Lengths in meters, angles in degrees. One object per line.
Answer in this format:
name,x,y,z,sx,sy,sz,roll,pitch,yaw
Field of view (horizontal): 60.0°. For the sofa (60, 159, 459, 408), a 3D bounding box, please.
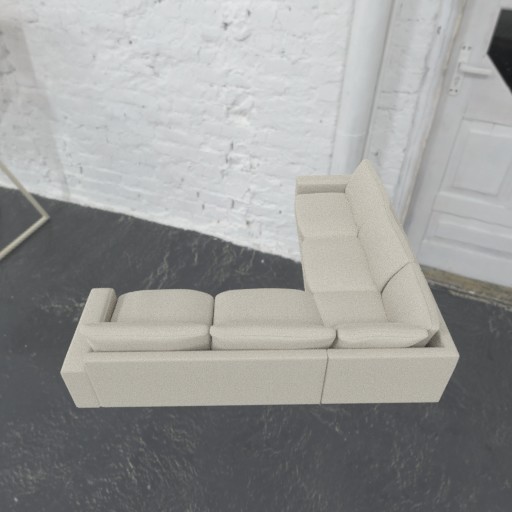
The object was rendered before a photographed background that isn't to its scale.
sofa,0.000,0.000,4.806,3.206,0.918,3.066,-1,40,-1
